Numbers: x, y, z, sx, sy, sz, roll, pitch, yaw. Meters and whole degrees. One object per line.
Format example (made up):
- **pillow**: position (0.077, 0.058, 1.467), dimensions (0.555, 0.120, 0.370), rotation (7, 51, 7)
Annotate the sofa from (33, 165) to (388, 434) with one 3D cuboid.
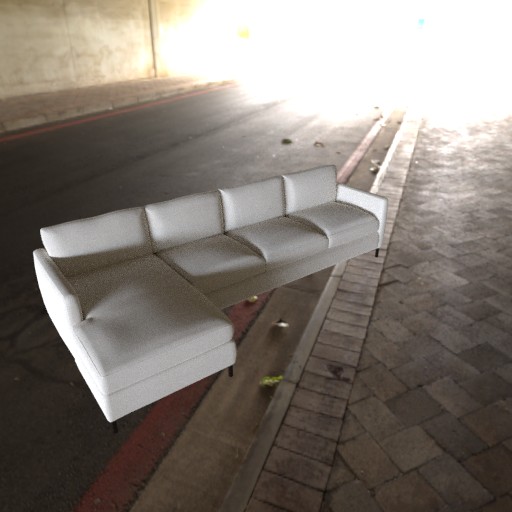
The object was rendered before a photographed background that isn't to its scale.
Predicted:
- **sofa**: position (0.000, 0.000, 3.739), dimensions (3.186, 0.875, 1.467), rotation (-18, 32, -33)
